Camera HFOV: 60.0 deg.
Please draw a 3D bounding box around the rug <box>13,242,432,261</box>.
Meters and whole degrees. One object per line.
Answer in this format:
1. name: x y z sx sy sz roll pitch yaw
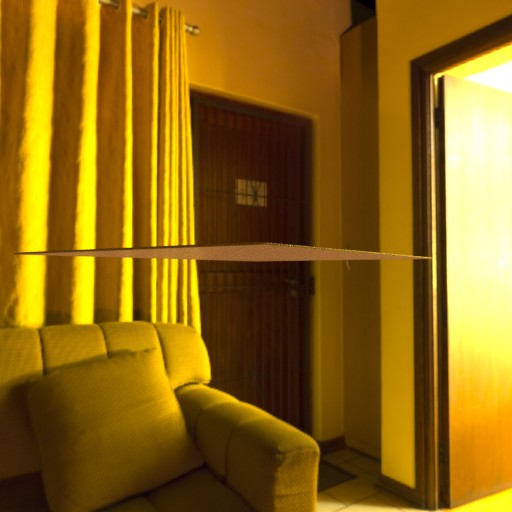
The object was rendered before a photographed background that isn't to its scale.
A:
1. rug: 0.000 0.000 2.800 1.609 0.013 2.214 -1 -2 35
